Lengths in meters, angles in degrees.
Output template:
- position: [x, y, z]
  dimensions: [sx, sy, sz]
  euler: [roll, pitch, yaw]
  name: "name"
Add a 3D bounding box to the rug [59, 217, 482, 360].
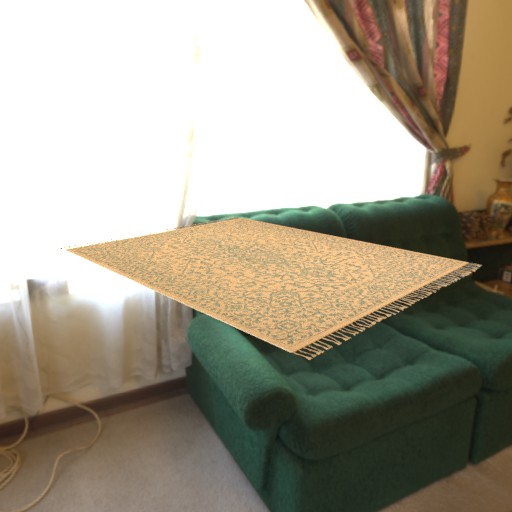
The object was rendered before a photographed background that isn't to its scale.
- position: [0.000, 0.000, 4.257]
  dimensions: [2.464, 0.010, 3.327]
  euler: [-15, 21, -42]
  name: "rug"
